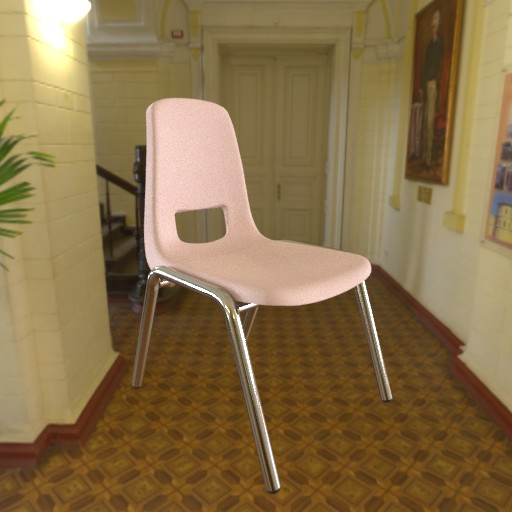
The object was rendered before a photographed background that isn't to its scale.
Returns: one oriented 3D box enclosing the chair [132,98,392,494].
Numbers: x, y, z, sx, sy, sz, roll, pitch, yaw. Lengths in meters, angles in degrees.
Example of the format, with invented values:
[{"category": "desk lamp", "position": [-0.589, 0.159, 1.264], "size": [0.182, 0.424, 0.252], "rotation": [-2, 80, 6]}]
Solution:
[{"category": "chair", "position": [0.000, 0.000, 0.833], "size": [0.423, 0.586, 0.354], "rotation": [14, 19, 43]}]
